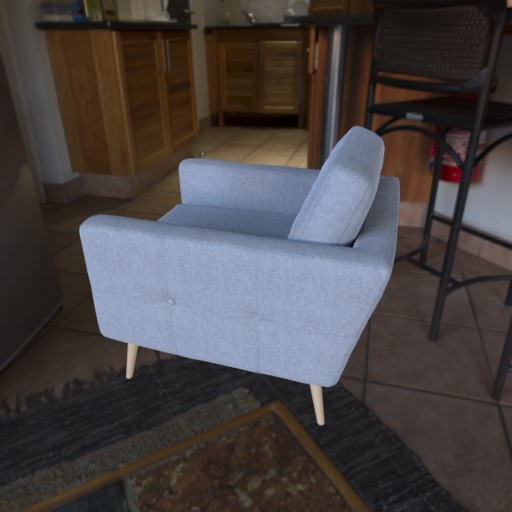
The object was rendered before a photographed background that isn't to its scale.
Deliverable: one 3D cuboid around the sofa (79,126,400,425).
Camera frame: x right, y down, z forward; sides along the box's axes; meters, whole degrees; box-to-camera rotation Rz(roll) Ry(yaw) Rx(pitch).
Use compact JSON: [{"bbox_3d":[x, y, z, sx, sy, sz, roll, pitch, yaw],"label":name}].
[{"bbox_3d":[0.000,0.000,1.587,0.920,0.860,0.770,8,29,15],"label":"sofa"}]
